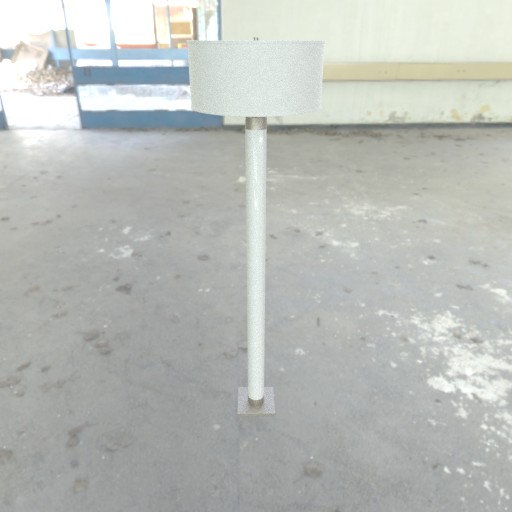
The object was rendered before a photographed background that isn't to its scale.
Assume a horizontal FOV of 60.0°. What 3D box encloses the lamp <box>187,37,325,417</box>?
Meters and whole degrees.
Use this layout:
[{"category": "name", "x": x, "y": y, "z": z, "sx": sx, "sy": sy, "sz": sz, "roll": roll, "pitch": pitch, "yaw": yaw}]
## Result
[{"category": "lamp", "x": 0.000, "y": 0.000, "z": 1.667, "sx": 0.420, "sy": 1.475, "sz": 0.420, "roll": 0, "pitch": 26, "yaw": -1}]
